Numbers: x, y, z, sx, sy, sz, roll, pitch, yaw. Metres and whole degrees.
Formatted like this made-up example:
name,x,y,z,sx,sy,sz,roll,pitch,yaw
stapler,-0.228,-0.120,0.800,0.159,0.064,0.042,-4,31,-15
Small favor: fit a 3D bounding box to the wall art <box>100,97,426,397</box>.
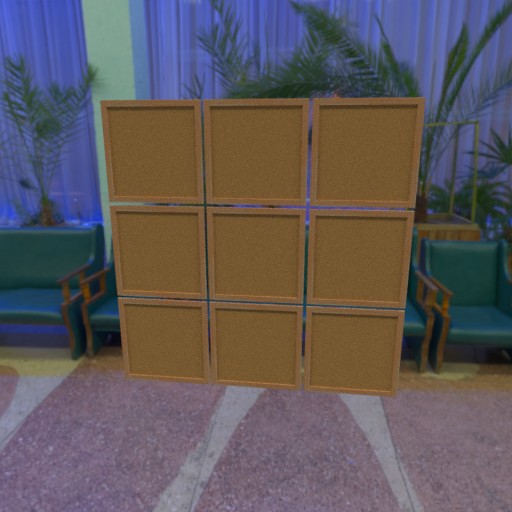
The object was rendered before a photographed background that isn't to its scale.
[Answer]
name,x,y,z,sx,sy,sz,roll,pitch,yaw
wall art,0.000,0.000,2.268,1.521,1.519,0.013,2,16,7
